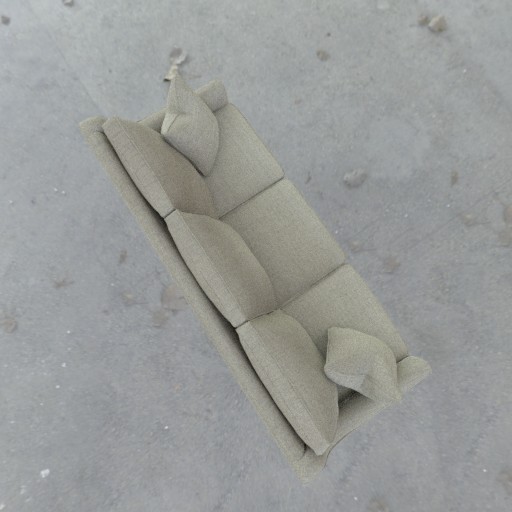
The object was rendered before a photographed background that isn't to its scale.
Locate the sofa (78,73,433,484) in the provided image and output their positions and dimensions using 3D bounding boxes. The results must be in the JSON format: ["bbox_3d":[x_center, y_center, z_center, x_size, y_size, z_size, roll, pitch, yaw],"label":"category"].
[{"bbox_3d":[0.000,0.000,2.442,0.865,0.914,2.031,-33,78,-8],"label":"sofa"}]
